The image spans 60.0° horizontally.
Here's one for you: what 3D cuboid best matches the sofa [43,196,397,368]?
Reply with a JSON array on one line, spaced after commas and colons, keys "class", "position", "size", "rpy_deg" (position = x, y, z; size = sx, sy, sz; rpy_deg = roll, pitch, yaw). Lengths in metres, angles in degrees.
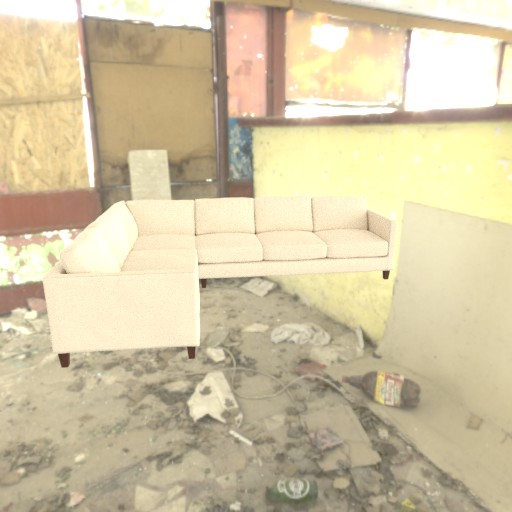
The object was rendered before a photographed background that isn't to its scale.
[{"class": "sofa", "position": [0.000, 0.000, 4.330], "size": [3.182, 0.863, 2.432], "rpy_deg": [-2, 16, -8]}]
